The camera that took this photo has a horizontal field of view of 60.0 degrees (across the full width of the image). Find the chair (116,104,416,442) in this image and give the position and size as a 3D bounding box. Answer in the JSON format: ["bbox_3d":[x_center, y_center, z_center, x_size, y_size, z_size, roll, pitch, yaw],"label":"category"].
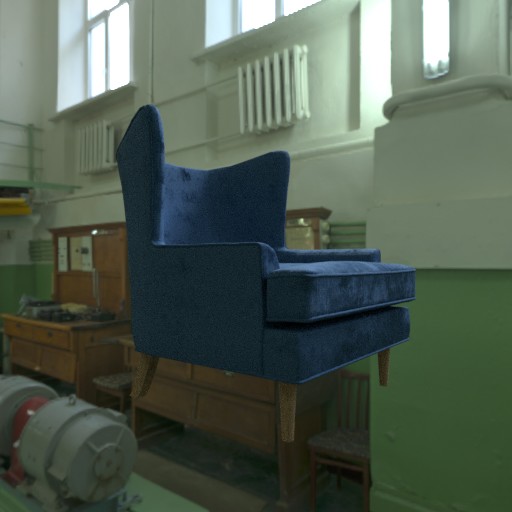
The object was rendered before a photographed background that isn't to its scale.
[{"bbox_3d":[0.000,0.000,1.600,0.910,0.952,0.793,-1,-1,38],"label":"chair"}]
